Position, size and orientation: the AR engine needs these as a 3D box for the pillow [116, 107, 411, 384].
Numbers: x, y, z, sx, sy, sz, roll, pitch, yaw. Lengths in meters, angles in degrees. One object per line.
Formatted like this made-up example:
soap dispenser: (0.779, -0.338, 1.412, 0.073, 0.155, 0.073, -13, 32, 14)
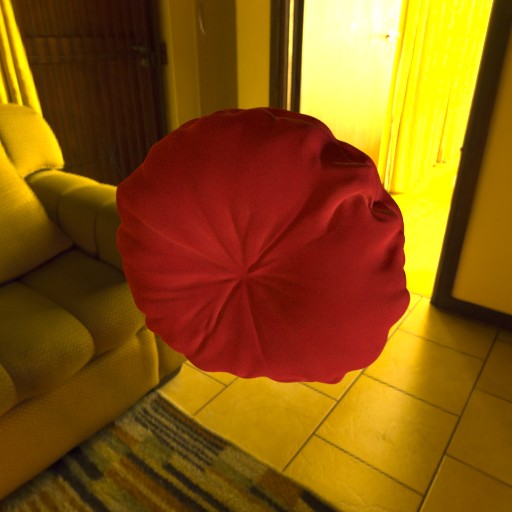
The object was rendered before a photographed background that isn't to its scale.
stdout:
pillow: (0.000, 0.000, 0.636, 0.428, 0.407, 0.148, 8, 28, 15)
